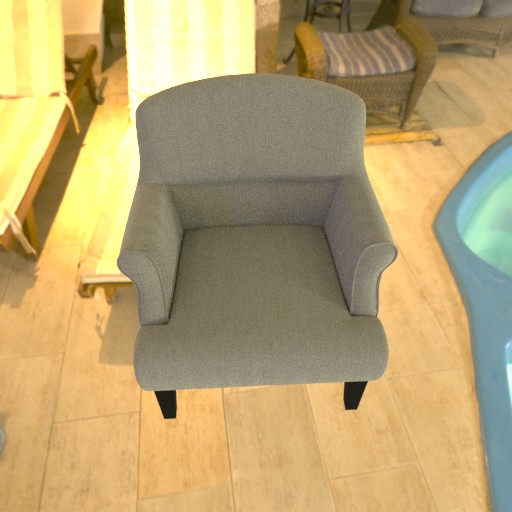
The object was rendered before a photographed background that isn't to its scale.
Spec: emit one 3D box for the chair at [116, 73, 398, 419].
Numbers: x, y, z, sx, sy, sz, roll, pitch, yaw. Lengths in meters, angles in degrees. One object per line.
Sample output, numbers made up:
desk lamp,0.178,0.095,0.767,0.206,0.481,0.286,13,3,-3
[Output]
chair,0.000,0.000,1.435,0.772,0.880,0.755,-2,47,-2
